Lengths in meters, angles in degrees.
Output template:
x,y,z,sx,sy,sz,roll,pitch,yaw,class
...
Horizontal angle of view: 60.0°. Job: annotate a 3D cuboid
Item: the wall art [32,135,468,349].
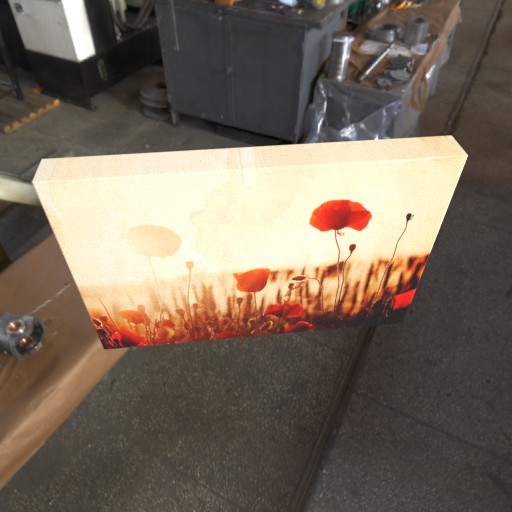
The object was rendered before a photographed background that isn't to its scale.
x,y,z,sx,sy,sz,roll,pitch,yaw,class
0.000,0.000,0.487,0.383,0.251,0.037,-4,45,-4,wall art
